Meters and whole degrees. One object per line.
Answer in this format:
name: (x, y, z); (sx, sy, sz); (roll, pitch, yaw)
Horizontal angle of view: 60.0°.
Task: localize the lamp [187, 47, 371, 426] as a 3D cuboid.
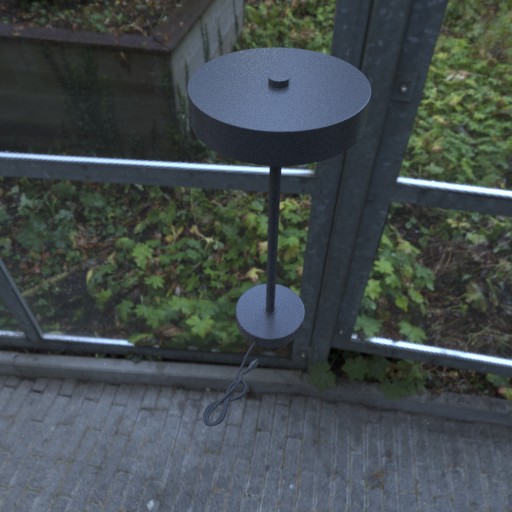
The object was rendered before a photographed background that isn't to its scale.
lamp: (0.000, 0.000, 0.688); (0.229, 0.508, 0.369); (18, 49, 16)
